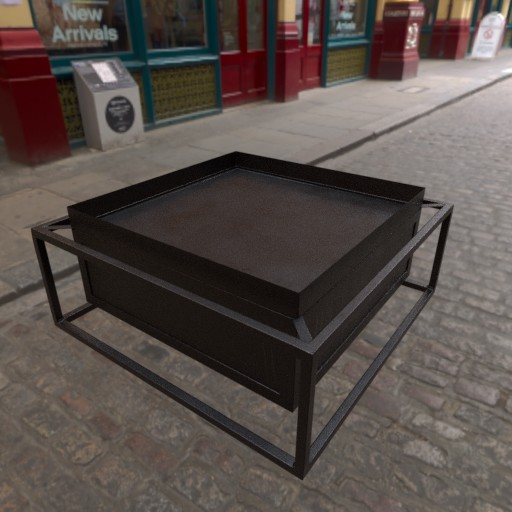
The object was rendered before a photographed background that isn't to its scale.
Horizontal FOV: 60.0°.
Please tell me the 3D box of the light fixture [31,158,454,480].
[{"bbox_3d":[0.000,0.000,0.676,0.441,0.191,0.441,19,33,32],"label":"light fixture"}]
